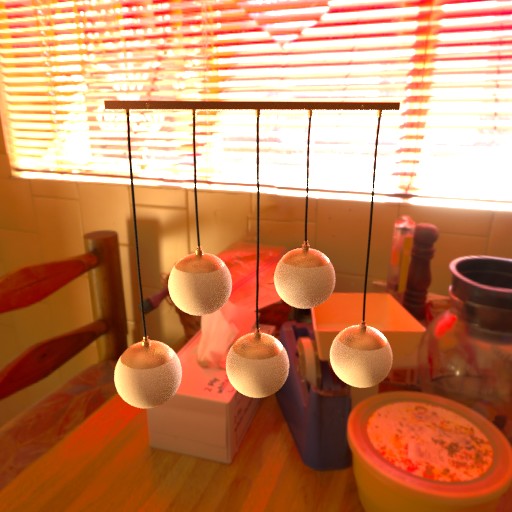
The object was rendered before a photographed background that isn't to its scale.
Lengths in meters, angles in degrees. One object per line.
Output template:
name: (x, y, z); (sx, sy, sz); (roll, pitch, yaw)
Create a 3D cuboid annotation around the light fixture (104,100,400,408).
light fixture: (0.000, 0.000, 1.327); (0.863, 0.869, 0.299); (-3, 17, -9)
